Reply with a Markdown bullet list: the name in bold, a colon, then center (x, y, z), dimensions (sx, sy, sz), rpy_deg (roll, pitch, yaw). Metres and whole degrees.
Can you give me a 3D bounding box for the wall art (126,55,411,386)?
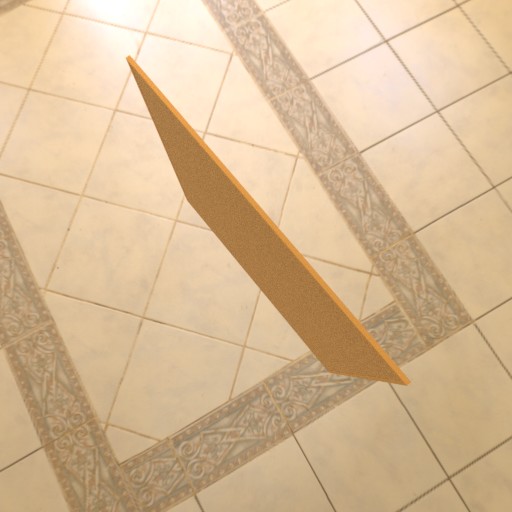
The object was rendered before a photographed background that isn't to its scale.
- **wall art**: center (0.000, 0.000, 1.431), dimensions (0.013, 0.959, 0.962), rpy_deg (-38, 80, -8)
